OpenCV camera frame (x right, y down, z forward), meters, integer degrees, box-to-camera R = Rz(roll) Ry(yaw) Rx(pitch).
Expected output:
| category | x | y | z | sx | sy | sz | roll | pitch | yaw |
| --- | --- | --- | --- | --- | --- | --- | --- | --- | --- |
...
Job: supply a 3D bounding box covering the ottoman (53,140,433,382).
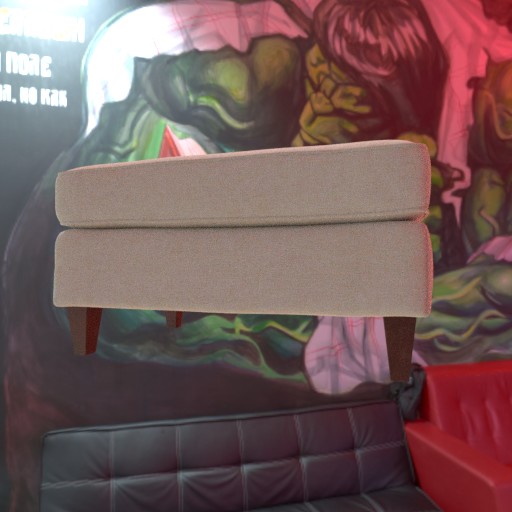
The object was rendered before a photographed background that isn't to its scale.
| category | x | y | z | sx | sy | sz | roll | pitch | yaw |
| --- | --- | --- | --- | --- | --- | --- | --- | --- | --- |
| ottoman | 0.000 | 0.000 | 1.193 | 0.862 | 0.484 | 0.583 | 0 | 0 | 18 |
